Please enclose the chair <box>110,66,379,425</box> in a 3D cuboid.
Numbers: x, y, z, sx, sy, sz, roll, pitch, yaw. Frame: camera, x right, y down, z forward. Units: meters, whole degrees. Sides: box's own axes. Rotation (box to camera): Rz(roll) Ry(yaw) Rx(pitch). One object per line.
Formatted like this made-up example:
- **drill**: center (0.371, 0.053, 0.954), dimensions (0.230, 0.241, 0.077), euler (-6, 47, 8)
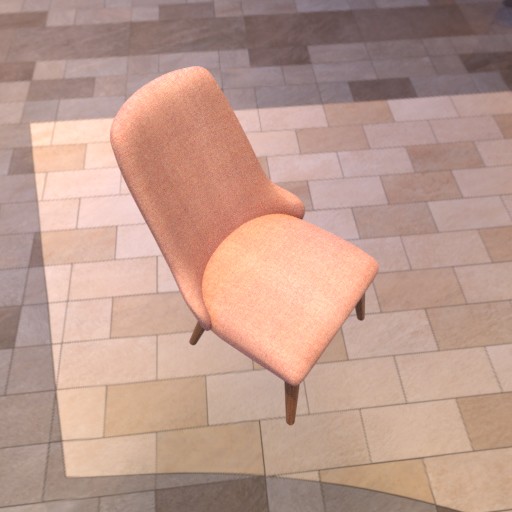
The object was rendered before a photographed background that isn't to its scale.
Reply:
- **chair**: center (0.000, 0.000, 1.373), dimensions (0.707, 0.918, 0.535), euler (33, 64, 19)
